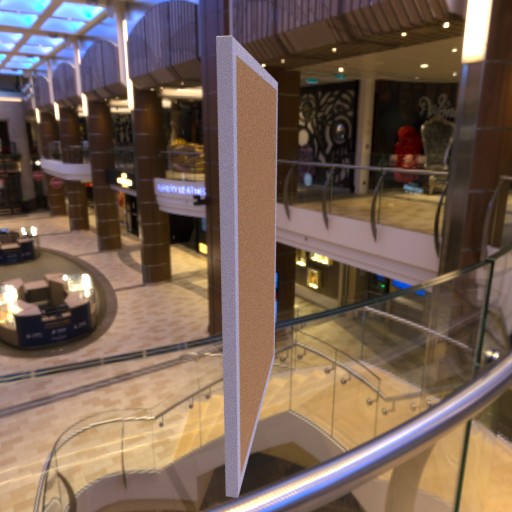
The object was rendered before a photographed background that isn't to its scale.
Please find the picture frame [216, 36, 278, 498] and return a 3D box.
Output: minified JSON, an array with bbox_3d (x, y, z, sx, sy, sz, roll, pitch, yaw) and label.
[{"bbox_3d":[0.000,0.000,0.546,0.013,0.434,0.305,2,15,9],"label":"picture frame"}]
